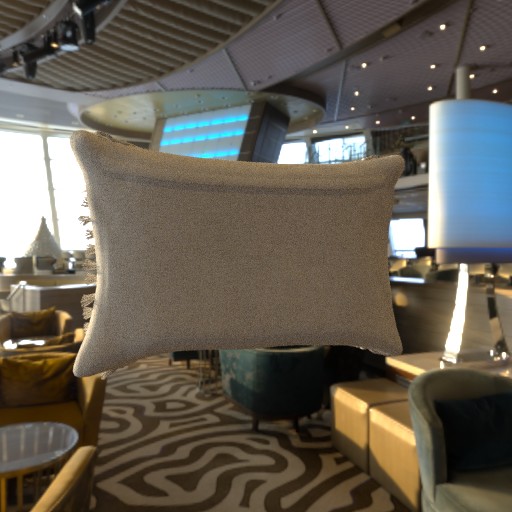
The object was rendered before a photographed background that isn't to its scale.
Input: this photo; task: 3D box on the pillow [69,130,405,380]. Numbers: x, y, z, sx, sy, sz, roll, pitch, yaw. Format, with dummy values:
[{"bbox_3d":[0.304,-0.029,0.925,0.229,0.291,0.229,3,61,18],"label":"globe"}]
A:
[{"bbox_3d":[0.000,0.000,0.599,0.466,0.305,0.084,0,1,-17],"label":"pillow"}]
